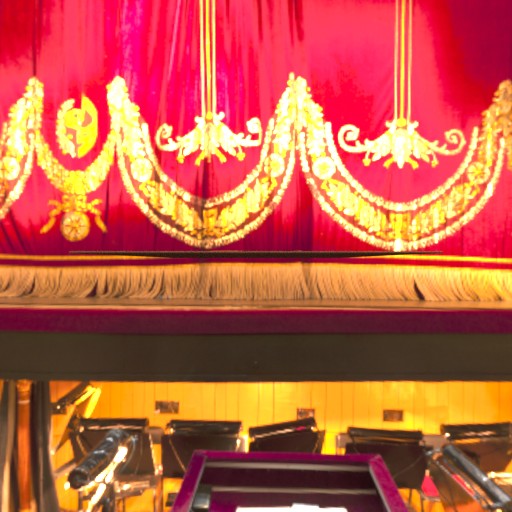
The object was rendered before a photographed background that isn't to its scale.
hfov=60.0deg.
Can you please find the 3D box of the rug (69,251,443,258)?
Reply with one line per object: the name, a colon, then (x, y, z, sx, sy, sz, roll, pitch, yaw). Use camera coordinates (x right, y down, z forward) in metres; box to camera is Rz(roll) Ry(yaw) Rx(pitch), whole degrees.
rug: (0.000, 0.000, 2.321, 1.202, 0.006, 1.813, 0, -1, 0)
